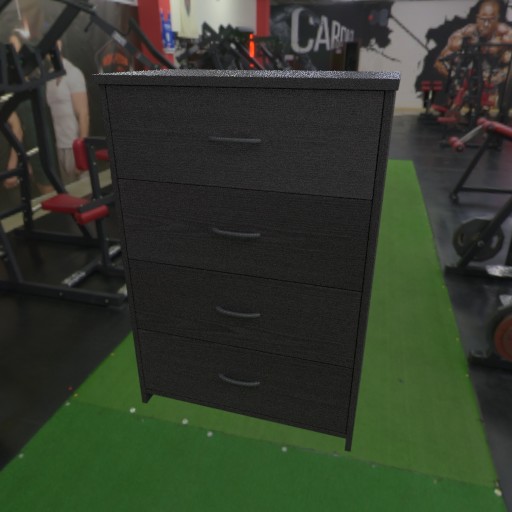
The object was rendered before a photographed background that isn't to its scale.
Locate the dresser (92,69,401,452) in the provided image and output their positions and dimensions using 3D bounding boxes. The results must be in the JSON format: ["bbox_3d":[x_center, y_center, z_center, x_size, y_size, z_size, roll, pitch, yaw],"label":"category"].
[{"bbox_3d":[0.000,0.000,1.336,0.704,1.020,0.399,7,26,16],"label":"dresser"}]
